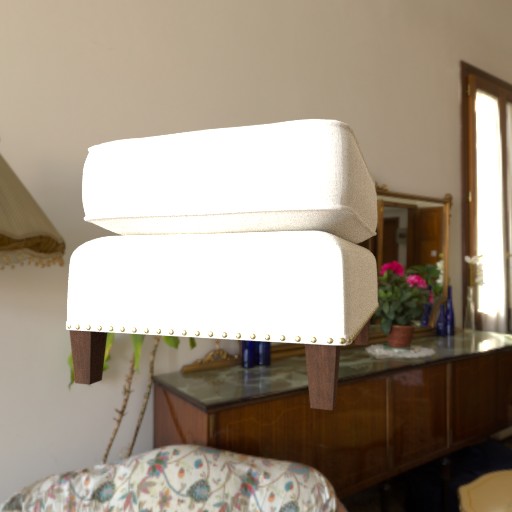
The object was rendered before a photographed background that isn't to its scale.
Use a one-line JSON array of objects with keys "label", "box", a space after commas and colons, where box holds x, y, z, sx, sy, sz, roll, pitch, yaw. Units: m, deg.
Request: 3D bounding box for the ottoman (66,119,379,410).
[{"label": "ottoman", "box": [0.000, 0.000, 1.156, 0.589, 0.537, 0.738, 0, -1, 19]}]
